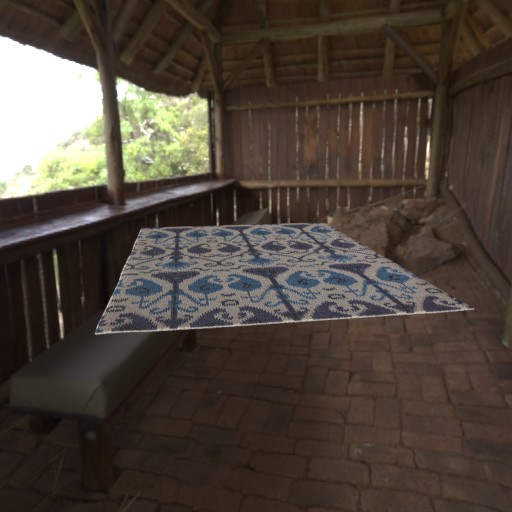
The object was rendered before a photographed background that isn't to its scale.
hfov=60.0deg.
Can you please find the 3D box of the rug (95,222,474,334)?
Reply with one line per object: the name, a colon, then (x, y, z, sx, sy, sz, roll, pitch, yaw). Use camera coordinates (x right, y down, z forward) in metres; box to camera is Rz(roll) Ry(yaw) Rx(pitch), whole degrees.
rug: (0.000, 0.000, 4.307, 2.443, 0.024, 3.228, -2, 15, -9)
